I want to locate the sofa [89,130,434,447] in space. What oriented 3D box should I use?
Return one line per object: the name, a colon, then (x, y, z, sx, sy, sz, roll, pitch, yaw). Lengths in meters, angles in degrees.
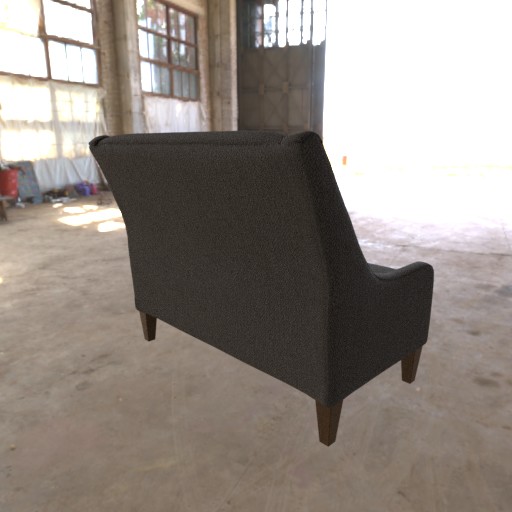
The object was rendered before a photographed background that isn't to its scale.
sofa: (0.000, 0.000, 1.917, 0.873, 1.022, 1.242, -14, 20, -43)
